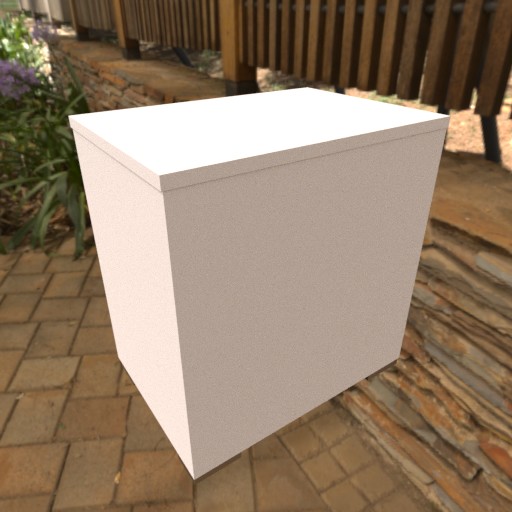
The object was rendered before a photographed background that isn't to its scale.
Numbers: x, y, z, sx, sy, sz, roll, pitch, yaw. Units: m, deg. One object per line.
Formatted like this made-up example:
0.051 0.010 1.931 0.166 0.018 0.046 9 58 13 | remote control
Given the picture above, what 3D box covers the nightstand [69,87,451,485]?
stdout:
0.000 0.000 0.743 0.441 0.460 0.325 -19 34 -30 | nightstand
